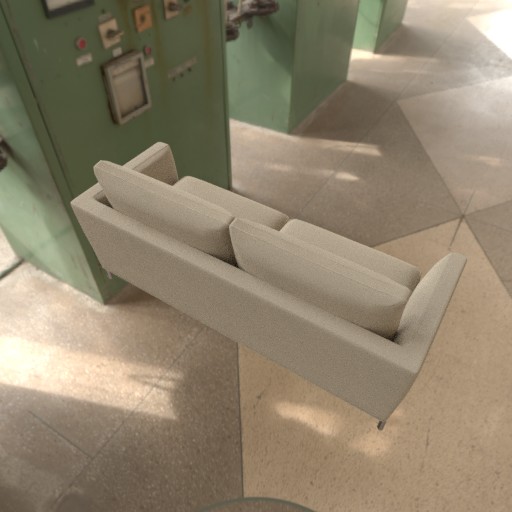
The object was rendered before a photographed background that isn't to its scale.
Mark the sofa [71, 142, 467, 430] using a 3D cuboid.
[{"bbox_3d":[0.000,0.000,2.749,2.214,1.005,0.868,24,50,22],"label":"sofa"}]
